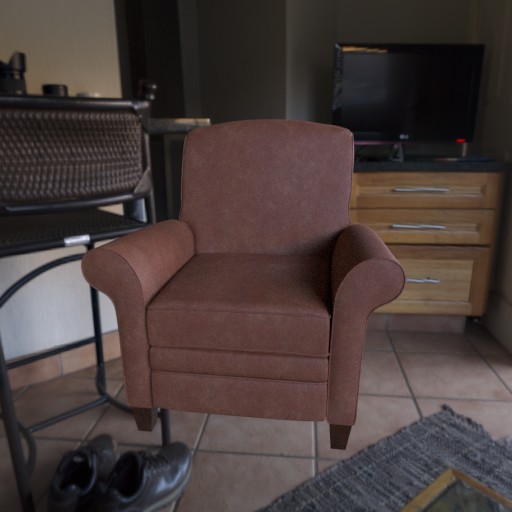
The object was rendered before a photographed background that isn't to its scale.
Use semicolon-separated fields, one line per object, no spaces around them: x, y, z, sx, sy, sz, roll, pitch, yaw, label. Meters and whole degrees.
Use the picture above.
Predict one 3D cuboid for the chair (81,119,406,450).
0.000;0.000;1.742;0.978;1.061;0.902;2;15;8;chair
